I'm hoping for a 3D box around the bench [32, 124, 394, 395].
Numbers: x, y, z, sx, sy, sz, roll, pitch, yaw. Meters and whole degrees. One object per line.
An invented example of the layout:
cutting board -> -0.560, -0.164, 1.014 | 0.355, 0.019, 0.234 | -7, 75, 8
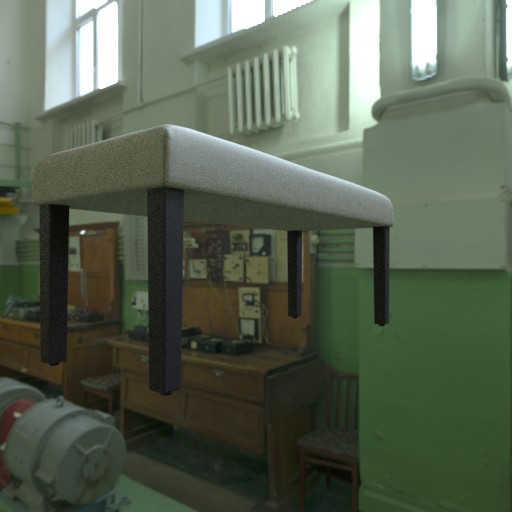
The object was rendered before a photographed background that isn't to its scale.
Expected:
bench -> 0.000, 0.000, 1.197 | 0.407, 0.456, 1.013 | -1, -1, 37
